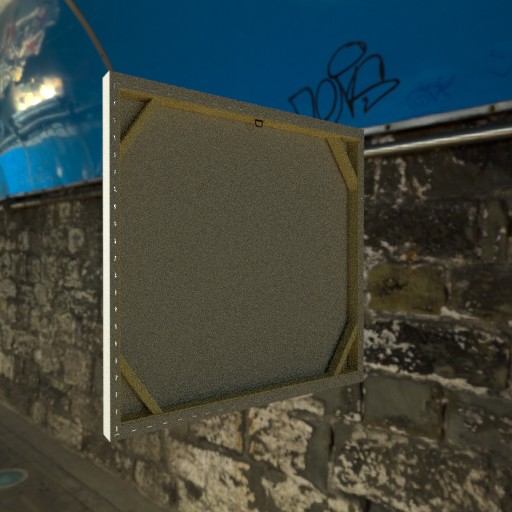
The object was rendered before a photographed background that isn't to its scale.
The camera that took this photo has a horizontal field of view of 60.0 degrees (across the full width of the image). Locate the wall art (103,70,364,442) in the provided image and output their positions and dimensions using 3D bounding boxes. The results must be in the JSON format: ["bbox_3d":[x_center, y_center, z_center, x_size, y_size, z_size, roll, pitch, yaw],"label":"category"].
[{"bbox_3d":[0.000,0.000,0.916,0.610,0.610,0.038,0,0,-35],"label":"wall art"}]
